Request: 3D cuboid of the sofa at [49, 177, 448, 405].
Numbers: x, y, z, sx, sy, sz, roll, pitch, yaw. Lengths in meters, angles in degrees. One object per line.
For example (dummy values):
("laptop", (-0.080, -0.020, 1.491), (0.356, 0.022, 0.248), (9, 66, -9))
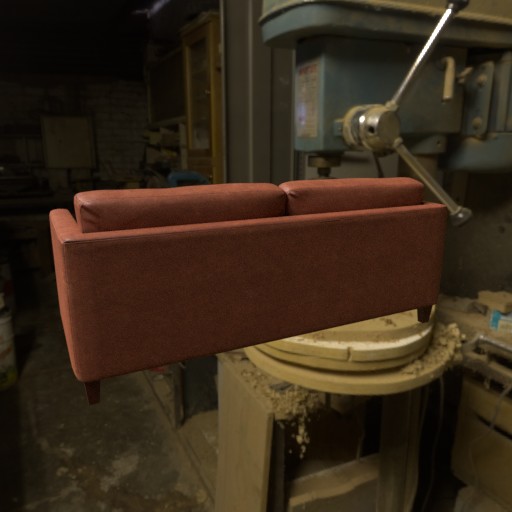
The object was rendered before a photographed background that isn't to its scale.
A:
("sofa", (0.000, 0.000, 2.693), (2.204, 0.932, 0.950), (-7, 16, -26))
